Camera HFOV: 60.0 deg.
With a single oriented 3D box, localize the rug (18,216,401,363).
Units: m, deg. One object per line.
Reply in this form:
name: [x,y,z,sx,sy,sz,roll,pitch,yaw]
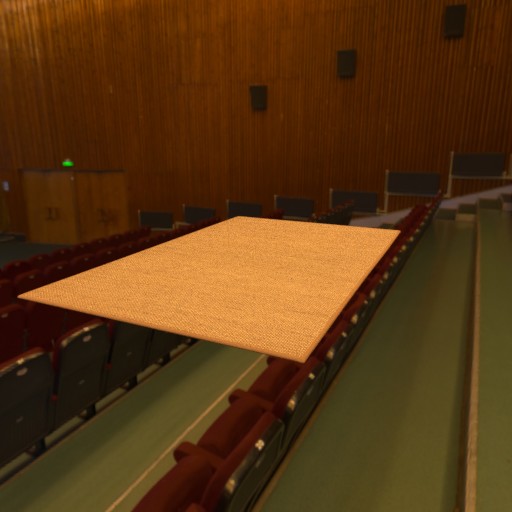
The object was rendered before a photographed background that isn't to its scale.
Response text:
rug: [0.000,0.000,2.050,1.061,0.012,1.668,7,17,24]
